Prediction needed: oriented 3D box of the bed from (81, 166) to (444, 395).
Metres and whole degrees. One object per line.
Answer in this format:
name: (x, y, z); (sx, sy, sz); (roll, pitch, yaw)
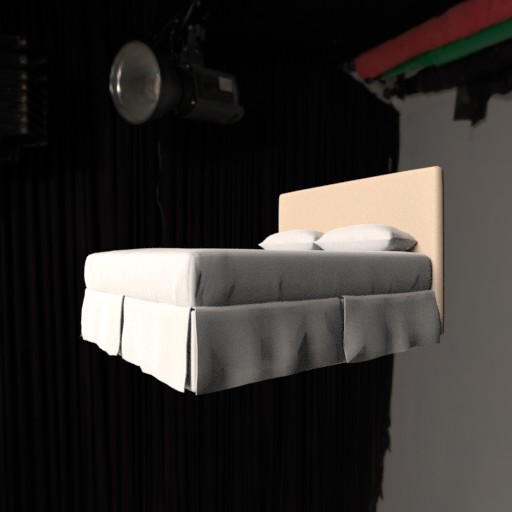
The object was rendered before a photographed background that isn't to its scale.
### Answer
bed: (0.000, 0.000, 3.359); (2.142, 1.330, 1.884); (0, 0, -37)
